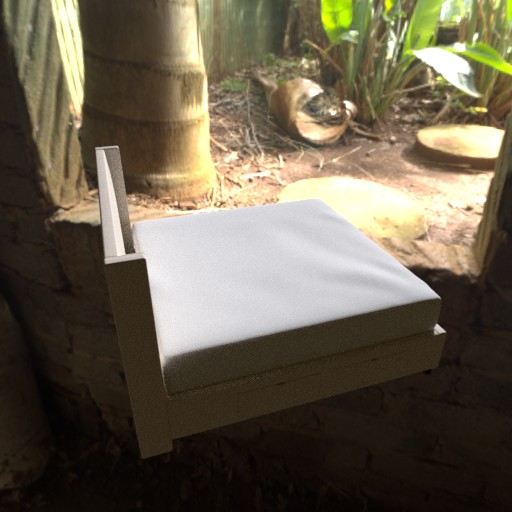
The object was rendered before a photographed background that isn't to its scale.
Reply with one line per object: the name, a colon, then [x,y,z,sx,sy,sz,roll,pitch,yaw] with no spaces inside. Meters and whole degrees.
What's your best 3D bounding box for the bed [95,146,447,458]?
bed: [0.000,0.000,3.698,2.293,1.471,2.145,-10,31,-16]
